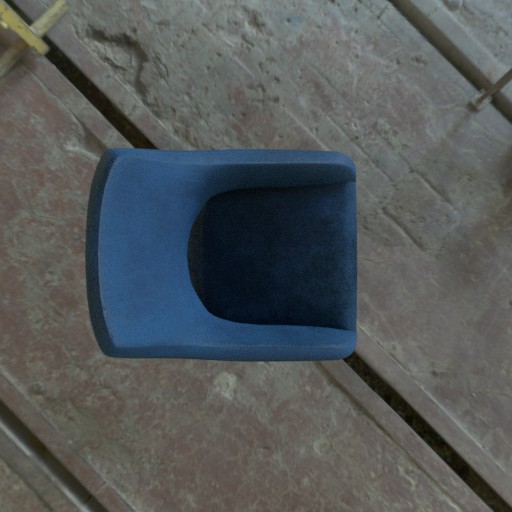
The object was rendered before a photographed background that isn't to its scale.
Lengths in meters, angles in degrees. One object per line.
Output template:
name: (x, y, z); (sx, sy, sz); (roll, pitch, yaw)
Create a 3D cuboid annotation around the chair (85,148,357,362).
chair: (0.000, 0.000, 1.553); (0.794, 1.081, 0.683); (0, 89, 0)
